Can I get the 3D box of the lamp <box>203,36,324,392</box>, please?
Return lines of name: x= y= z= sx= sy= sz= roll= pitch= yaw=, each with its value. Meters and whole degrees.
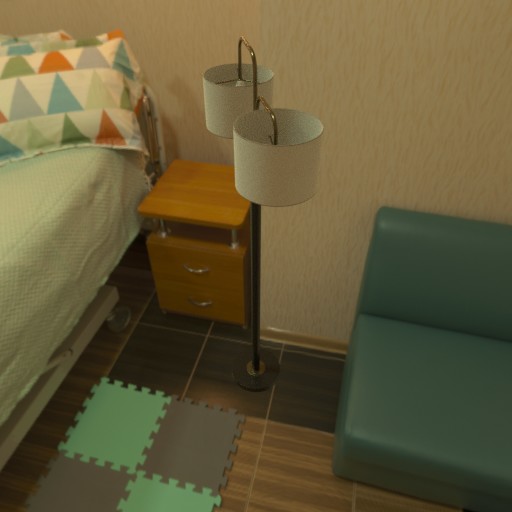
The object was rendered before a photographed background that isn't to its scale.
lamp: x=0.000 y=0.000 z=1.833 sx=0.254 sy=1.587 sz=0.711 roll=-10 pitch=41 yaw=-12
